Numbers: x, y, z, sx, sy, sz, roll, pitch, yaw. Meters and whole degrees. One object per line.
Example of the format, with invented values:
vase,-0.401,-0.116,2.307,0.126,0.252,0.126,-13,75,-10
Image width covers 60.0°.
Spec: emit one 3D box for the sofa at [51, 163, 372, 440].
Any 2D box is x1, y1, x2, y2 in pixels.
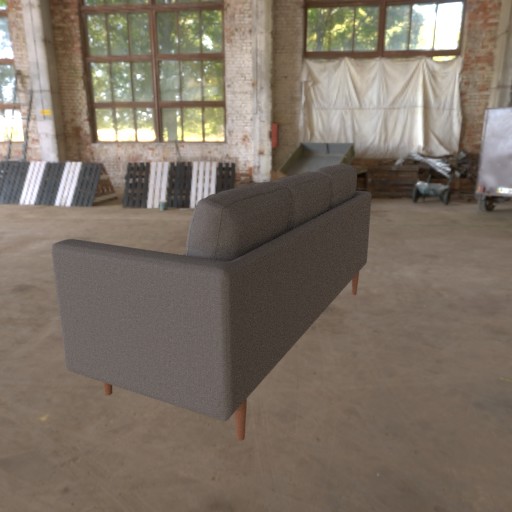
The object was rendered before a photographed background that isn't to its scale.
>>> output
sofa,0.000,0.000,2.443,0.802,0.912,2.029,8,18,25
